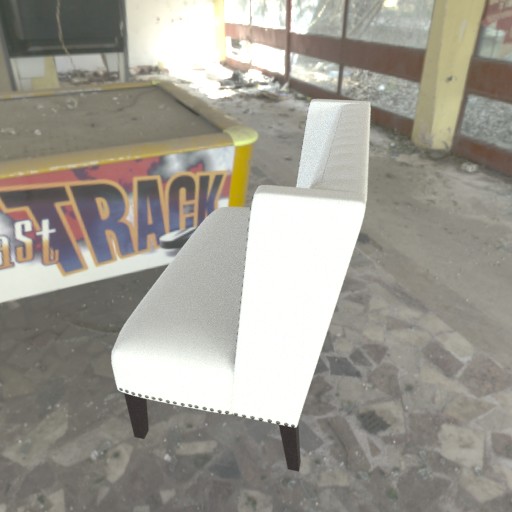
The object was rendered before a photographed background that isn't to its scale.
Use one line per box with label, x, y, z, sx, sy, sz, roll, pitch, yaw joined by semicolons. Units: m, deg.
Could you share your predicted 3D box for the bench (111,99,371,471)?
bench;0.000;0.000;1.968;0.847;1.123;1.280;7;31;11
